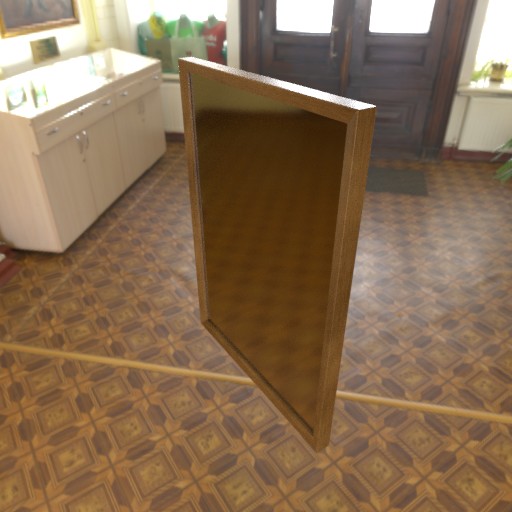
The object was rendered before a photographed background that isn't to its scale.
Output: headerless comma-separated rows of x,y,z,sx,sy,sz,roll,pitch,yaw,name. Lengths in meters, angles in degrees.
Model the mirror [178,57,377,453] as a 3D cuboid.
0.000,0.000,0.932,0.039,0.711,0.508,-20,38,-29,mirror
